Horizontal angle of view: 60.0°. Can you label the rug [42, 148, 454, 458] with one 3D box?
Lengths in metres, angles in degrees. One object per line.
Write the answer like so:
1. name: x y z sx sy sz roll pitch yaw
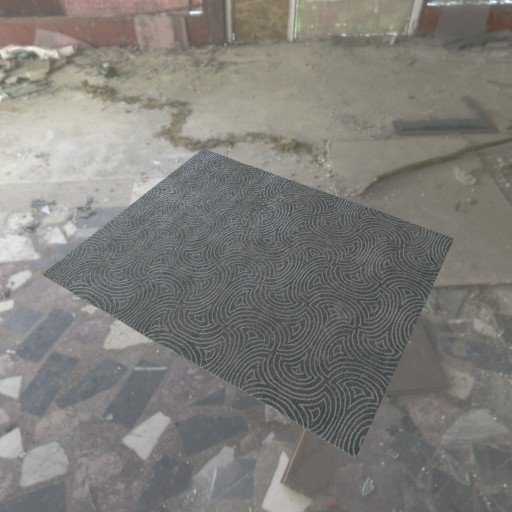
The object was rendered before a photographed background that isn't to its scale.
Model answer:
1. rug: 0.000 0.000 4.171 3.042 0.021 2.456 24 50 22
